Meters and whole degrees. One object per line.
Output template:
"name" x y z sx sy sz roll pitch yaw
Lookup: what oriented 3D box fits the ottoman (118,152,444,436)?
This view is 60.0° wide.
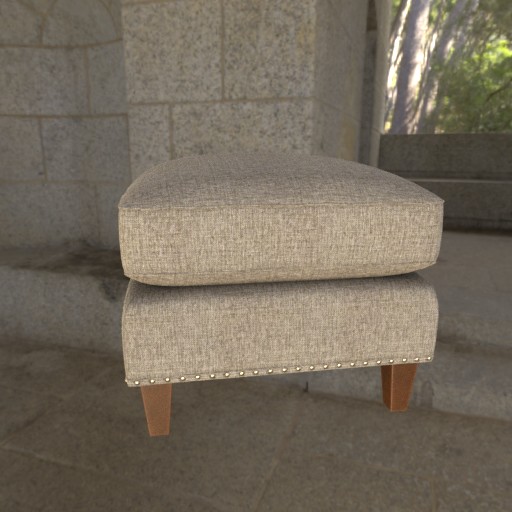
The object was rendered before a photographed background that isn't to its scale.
"ottoman" 0.000 0.000 1.127 0.584 0.513 0.741 -2 14 -9
